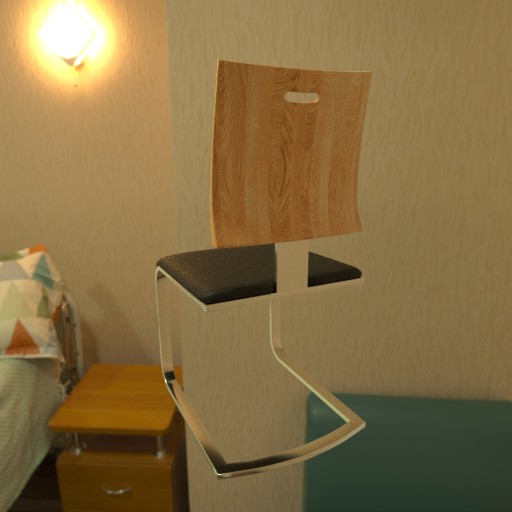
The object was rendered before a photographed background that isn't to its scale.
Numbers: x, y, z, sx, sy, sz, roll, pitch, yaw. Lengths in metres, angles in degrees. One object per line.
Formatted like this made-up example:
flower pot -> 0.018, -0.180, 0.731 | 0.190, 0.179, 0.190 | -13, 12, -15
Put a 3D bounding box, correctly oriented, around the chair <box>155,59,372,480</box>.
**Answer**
chair -> 0.000, 0.000, 1.241 | 0.462, 0.936, 0.560 | -8, 17, -26
